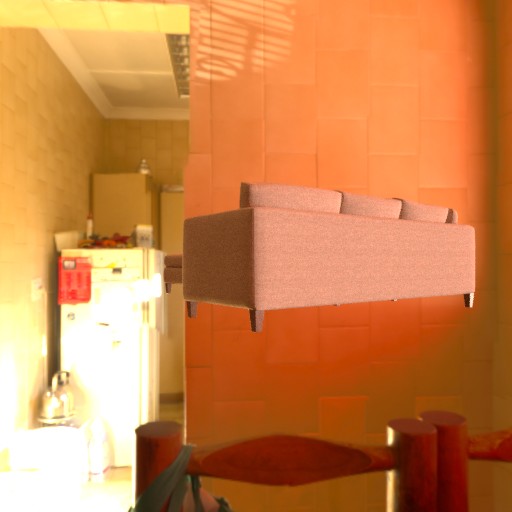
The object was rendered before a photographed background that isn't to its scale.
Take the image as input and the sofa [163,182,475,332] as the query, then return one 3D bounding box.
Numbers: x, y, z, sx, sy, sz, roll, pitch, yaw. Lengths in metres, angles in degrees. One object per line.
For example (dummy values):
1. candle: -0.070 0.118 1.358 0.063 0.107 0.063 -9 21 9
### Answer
1. sofa: 0.000 0.000 4.743 2.594 0.961 3.460 1 -1 -36
